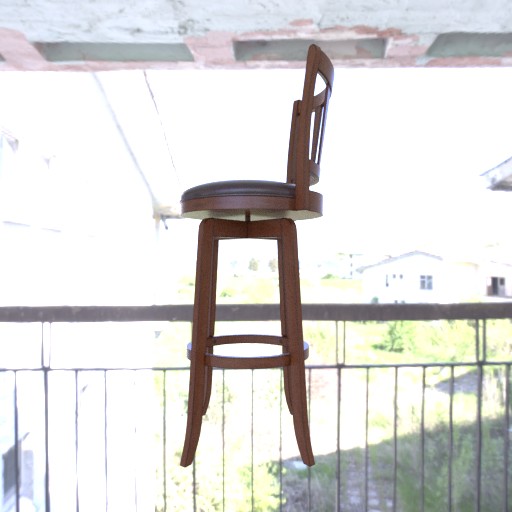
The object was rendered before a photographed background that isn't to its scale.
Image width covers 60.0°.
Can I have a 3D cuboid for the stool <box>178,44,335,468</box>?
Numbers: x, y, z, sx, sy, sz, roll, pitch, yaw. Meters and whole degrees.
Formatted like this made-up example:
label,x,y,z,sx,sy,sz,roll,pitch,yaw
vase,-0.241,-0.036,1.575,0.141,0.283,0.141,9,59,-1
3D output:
label,x,y,z,sx,sy,sz,roll,pitch,yaw
stool,0.000,0.000,1.449,0.503,1.177,0.464,0,0,-1
